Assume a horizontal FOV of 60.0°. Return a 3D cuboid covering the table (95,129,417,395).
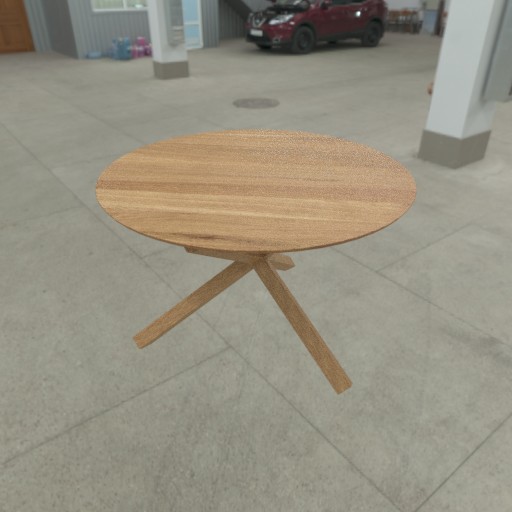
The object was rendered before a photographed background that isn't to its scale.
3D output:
[{"bbox_3d":[0.000,0.000,1.671,1.038,0.666,1.038,0,31,0],"label":"table"}]
